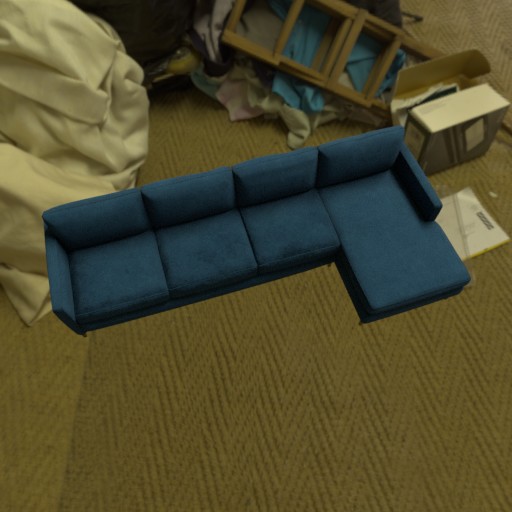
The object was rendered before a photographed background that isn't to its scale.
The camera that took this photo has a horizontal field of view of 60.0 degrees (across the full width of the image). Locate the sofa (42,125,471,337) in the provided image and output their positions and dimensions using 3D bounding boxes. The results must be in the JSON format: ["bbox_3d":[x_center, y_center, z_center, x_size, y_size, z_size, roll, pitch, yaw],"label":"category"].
[{"bbox_3d":[0.000,0.000,3.333,2.932,0.810,1.350,-15,63,-8],"label":"sofa"}]
